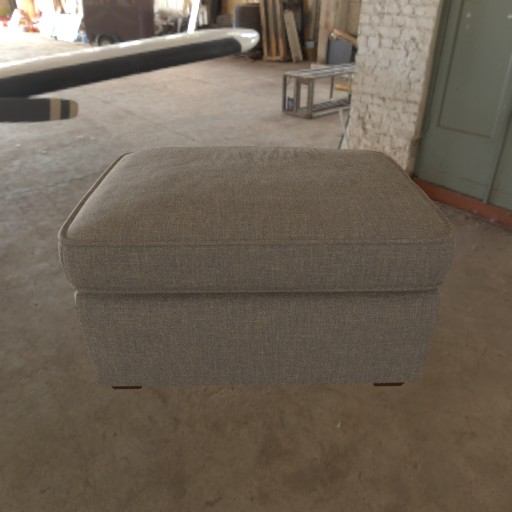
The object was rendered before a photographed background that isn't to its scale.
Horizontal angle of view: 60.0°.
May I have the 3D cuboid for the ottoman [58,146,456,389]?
[{"bbox_3d":[0.000,0.000,1.117,0.762,0.457,0.559,-1,30,-1],"label":"ottoman"}]
